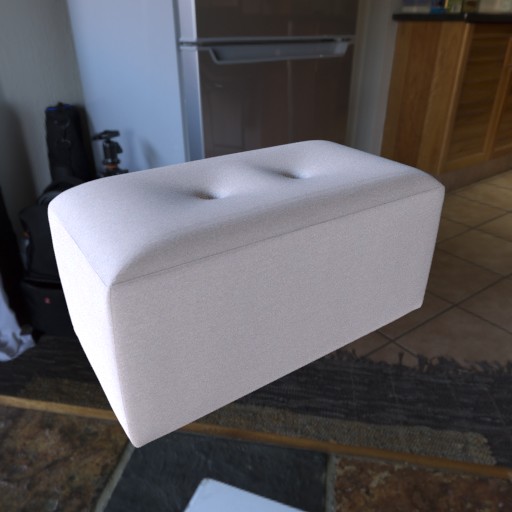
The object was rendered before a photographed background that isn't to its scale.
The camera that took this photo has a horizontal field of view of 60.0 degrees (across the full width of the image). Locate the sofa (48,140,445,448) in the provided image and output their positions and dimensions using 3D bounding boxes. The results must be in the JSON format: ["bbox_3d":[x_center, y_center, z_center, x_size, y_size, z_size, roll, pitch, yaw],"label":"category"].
[{"bbox_3d":[0.000,0.000,1.202,0.930,0.470,0.480,-18,33,-29],"label":"sofa"}]
